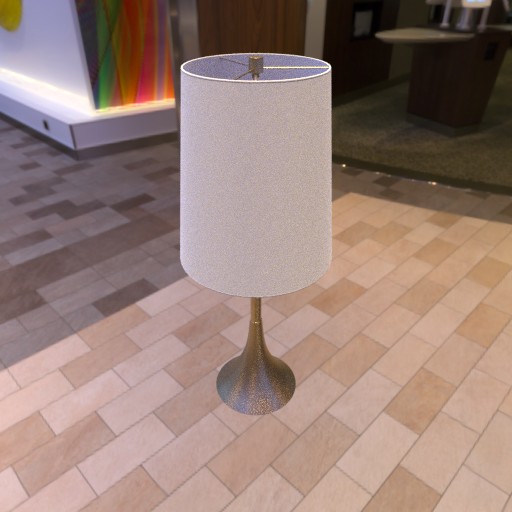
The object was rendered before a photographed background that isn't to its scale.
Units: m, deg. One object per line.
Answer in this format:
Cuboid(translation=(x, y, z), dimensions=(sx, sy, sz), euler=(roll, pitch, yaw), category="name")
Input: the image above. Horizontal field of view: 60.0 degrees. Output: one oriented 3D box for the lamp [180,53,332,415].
Cuboid(translation=(0.000, 0.000, 0.686), dimensions=(0.231, 0.569, 0.231), euler=(0, 33, 0), category="lamp")
